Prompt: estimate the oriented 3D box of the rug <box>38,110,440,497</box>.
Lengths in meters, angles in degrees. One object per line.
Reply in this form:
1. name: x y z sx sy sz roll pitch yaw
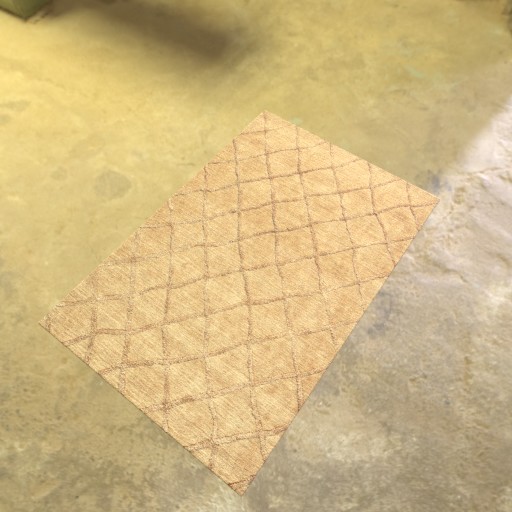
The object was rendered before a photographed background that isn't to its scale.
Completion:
1. rug: 0.000 0.000 2.875 1.528 0.014 2.292 32 64 18
